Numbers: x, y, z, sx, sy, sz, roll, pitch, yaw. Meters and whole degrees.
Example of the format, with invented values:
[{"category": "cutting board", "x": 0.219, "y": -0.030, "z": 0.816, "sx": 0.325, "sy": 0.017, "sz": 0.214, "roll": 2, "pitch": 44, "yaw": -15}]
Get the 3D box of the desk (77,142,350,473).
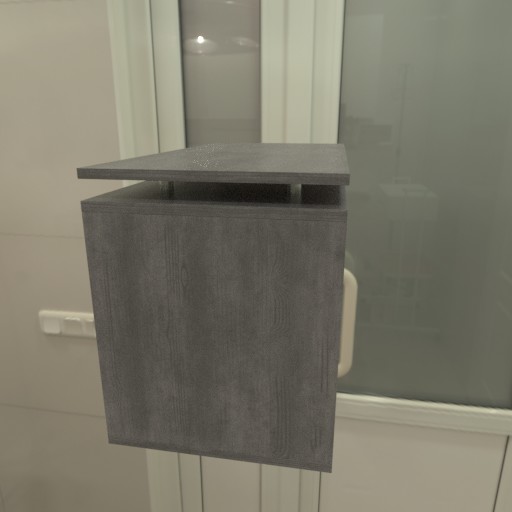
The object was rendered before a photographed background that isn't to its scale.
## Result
[{"category": "desk", "x": 0.000, "y": 0.000, "z": 1.613, "sx": 0.600, "sy": 0.740, "sz": 1.200, "roll": 3, "pitch": 17, "yaw": 10}]
